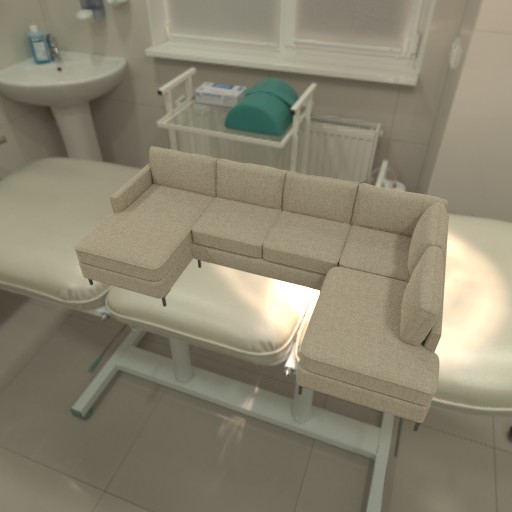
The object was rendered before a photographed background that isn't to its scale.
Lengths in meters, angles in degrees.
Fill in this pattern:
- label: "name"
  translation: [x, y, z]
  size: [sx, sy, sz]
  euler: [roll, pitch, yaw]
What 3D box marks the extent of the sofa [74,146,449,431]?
- label: "sofa"
  translation: [0.000, 0.000, 4.261]
  size: [3.423, 0.996, 2.021]
  euler: [13, 42, 15]
